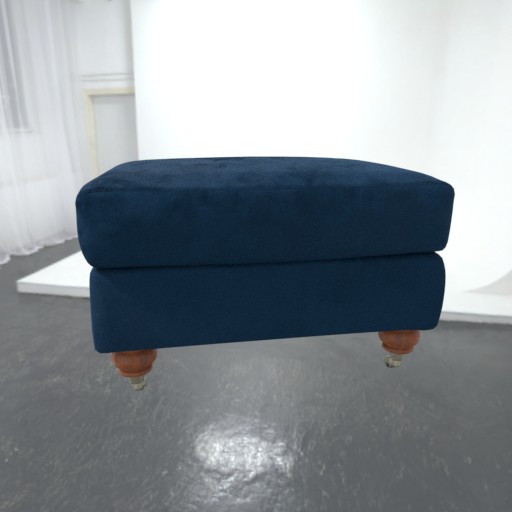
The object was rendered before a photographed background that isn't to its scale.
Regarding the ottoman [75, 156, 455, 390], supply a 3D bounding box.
[{"bbox_3d":[0.000,0.000,1.158,0.773,0.503,0.572,-3,16,-9],"label":"ottoman"}]
